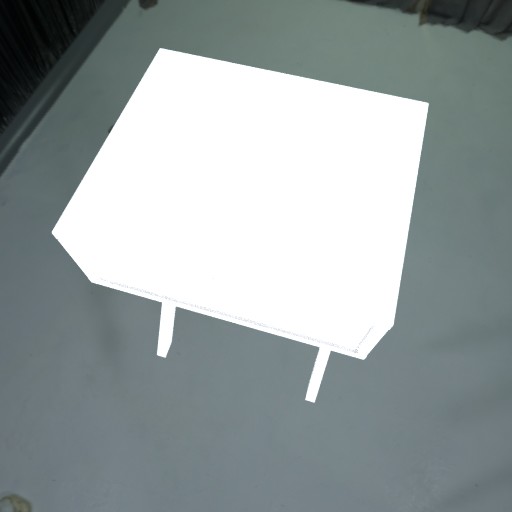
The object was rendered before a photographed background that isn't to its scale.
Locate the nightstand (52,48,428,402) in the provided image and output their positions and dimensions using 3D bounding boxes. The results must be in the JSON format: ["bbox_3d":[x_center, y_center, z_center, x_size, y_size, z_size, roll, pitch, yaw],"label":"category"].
[{"bbox_3d":[0.000,0.000,0.954,0.479,0.623,0.402,15,64,8],"label":"nightstand"}]
